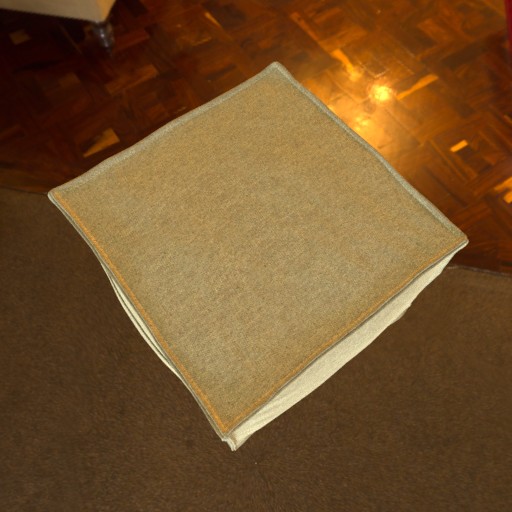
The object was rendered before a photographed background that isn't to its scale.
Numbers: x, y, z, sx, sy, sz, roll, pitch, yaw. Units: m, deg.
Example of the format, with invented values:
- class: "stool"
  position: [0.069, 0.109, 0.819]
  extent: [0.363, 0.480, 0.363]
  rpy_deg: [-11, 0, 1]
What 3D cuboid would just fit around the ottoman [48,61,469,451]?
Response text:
- class: "ottoman"
  position: [0.000, 0.000, 1.170]
  extent: [0.696, 0.470, 0.707]
  rpy_deg: [-35, 70, -15]
